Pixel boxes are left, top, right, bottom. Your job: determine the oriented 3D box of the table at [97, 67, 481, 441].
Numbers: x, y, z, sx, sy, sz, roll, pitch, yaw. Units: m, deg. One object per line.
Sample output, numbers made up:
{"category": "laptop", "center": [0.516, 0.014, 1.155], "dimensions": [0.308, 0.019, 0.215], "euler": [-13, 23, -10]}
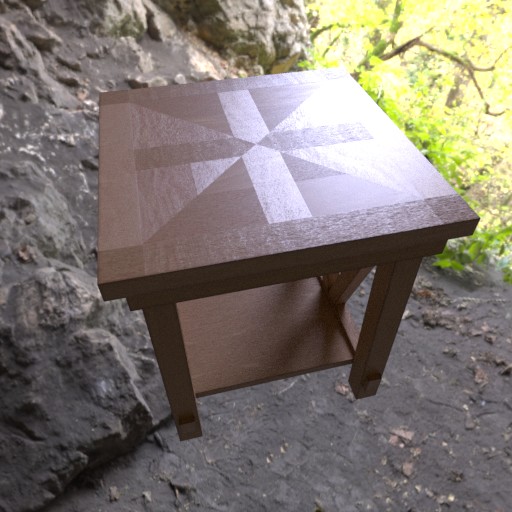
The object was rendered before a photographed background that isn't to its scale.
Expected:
{"category": "table", "center": [0.000, 0.000, 1.111], "dimensions": [0.610, 0.638, 0.612], "euler": [-10, 46, -9]}
